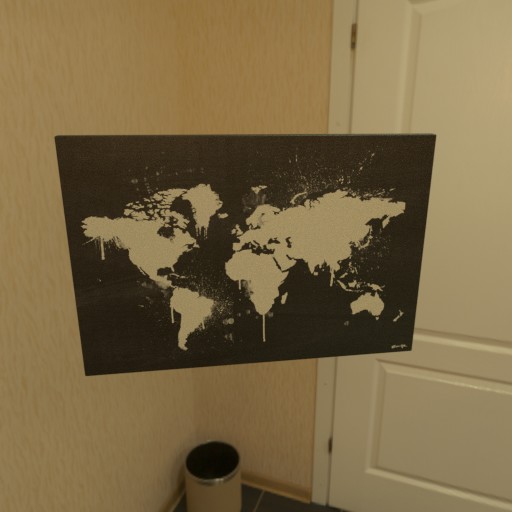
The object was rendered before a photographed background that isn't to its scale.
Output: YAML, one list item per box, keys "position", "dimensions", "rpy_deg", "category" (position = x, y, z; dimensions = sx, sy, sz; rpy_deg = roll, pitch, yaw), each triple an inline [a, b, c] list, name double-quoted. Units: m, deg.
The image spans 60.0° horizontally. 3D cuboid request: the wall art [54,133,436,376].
- position: [0.000, 0.000, 1.155]
  dimensions: [0.912, 0.612, 0.038]
  rpy_deg: [-3, 17, -8]
  category: "wall art"
